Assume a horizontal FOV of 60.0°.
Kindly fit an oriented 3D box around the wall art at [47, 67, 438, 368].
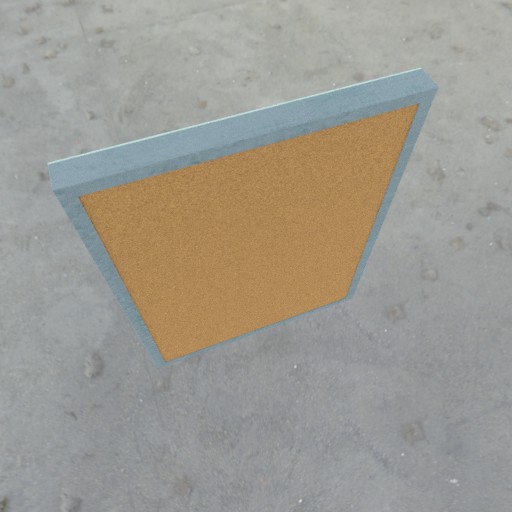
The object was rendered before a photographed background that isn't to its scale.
[{"bbox_3d":[0.000,0.000,0.664,0.409,0.509,0.037,-18,60,-11],"label":"wall art"}]
